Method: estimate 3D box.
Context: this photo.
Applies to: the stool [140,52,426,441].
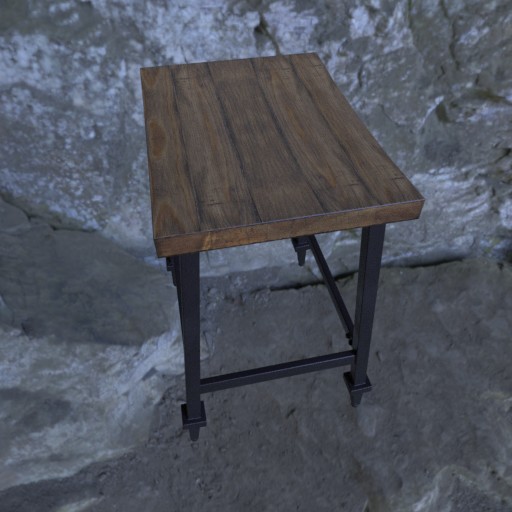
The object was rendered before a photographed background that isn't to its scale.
[{"bbox_3d":[0.000,0.000,0.930,0.405,0.625,0.486,-9,47,-8],"label":"stool"}]
